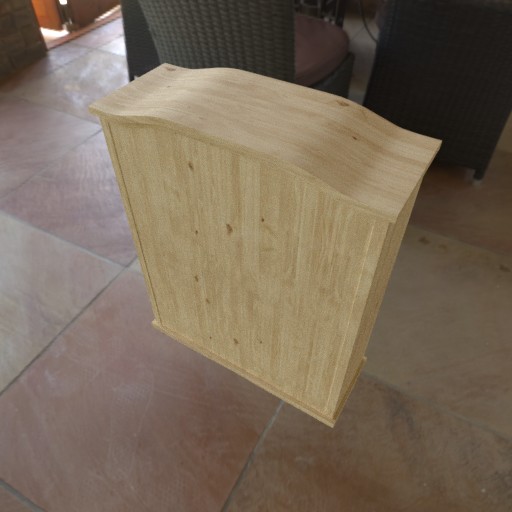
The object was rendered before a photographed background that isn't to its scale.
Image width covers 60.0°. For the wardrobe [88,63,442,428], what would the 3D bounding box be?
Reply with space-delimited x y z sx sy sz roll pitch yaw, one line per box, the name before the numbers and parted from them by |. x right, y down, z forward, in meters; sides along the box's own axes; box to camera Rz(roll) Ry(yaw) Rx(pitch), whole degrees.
wardrobe | 0.000 0.000 2.598 1.500 1.870 0.570 24 51 21
